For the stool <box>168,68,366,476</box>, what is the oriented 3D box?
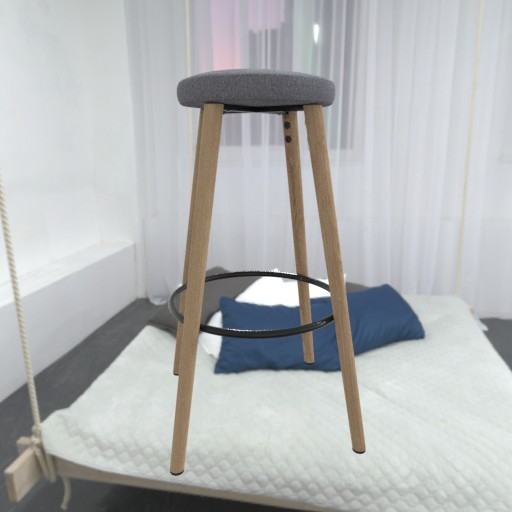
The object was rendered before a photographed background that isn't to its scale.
[{"bbox_3d":[0.000,0.000,0.997,0.410,0.770,0.410,-2,15,-9],"label":"stool"}]
